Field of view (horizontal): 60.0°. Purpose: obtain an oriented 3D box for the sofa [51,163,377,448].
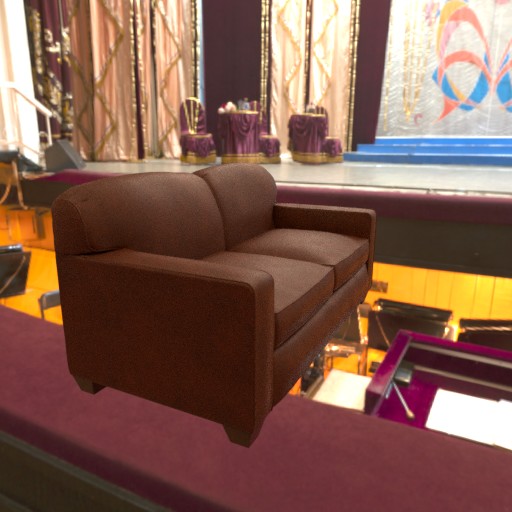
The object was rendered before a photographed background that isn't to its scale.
[{"bbox_3d":[0.000,0.000,2.477,1.000,0.966,1.856,7,16,26],"label":"sofa"}]
